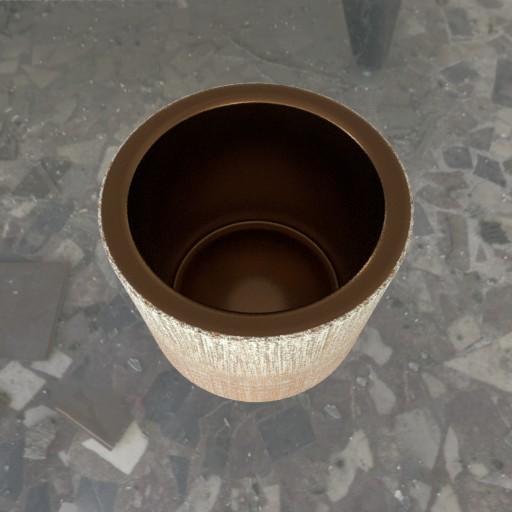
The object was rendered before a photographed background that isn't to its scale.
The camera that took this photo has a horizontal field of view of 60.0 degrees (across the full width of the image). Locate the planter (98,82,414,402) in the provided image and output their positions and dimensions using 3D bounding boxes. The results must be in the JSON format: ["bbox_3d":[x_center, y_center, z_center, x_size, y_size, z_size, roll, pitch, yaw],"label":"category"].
[{"bbox_3d":[0.000,0.000,0.193,0.109,0.096,0.109,0,62,0],"label":"planter"}]
